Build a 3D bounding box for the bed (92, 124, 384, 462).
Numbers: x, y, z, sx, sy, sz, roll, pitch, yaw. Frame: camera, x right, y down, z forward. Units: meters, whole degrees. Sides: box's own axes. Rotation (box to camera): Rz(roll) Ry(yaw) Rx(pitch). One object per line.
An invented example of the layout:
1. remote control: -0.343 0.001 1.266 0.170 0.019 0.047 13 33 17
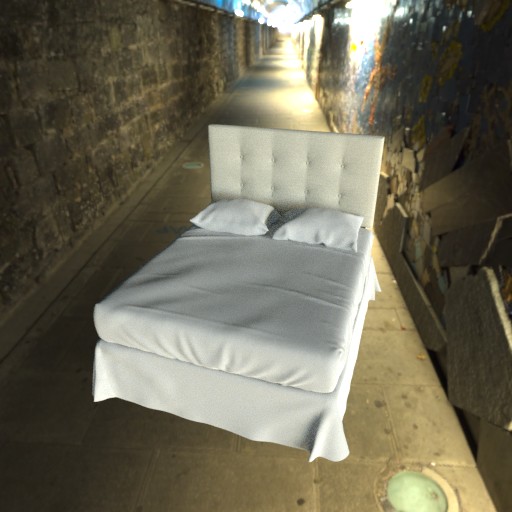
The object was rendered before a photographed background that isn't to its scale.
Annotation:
1. bed: 0.000 0.000 3.502 1.936 1.577 2.222 9 29 17
